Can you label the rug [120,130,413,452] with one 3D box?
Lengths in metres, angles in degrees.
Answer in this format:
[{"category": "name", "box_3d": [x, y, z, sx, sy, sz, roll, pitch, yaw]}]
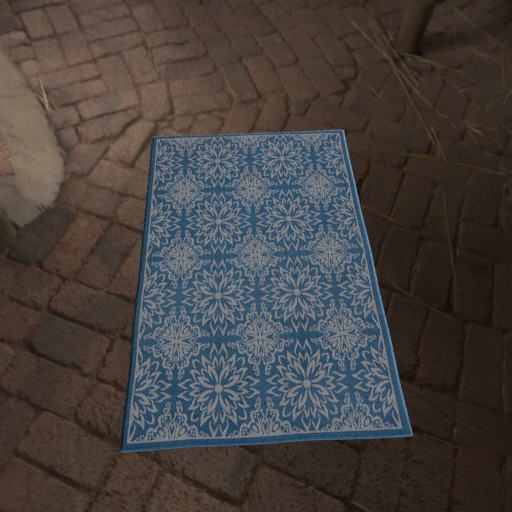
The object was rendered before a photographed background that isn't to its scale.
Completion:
[{"category": "rug", "box_3d": [0.000, 0.000, 3.494, 1.830, 0.018, 2.769, -3, 58, -2]}]
